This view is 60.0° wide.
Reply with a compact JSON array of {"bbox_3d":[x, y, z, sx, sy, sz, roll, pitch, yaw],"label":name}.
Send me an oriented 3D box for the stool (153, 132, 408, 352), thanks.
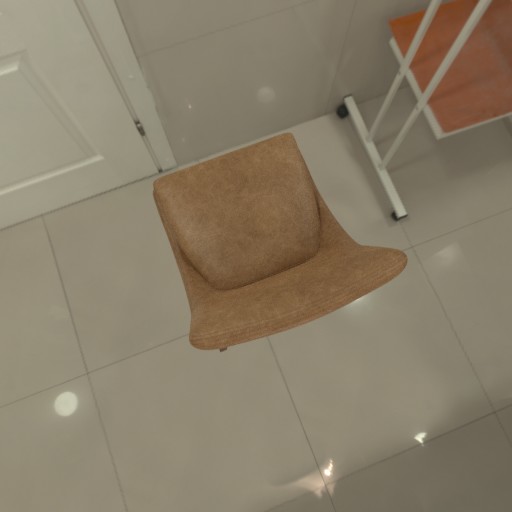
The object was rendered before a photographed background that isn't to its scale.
[{"bbox_3d":[0.000,0.000,1.429,0.487,1.079,0.572,-21,76,-5],"label":"stool"}]
